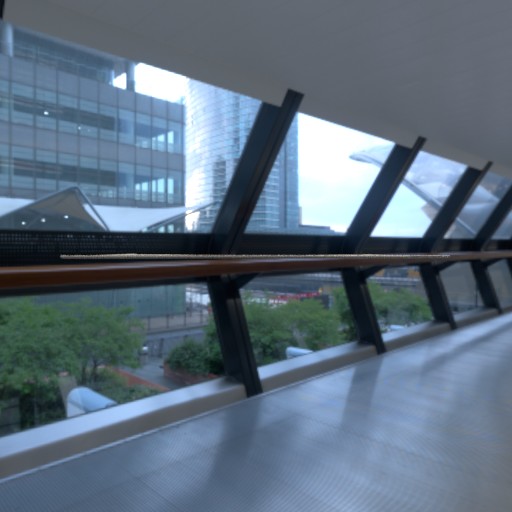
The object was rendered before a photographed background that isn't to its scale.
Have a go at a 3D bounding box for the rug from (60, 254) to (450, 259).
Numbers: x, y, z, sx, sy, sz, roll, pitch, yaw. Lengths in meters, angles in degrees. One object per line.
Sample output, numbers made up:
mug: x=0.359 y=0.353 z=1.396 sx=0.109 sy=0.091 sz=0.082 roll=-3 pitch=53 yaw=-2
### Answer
rug: x=0.000 y=0.000 z=2.963 sx=1.604 sy=0.030 sz=2.307 roll=0 pitch=0 yaw=1
